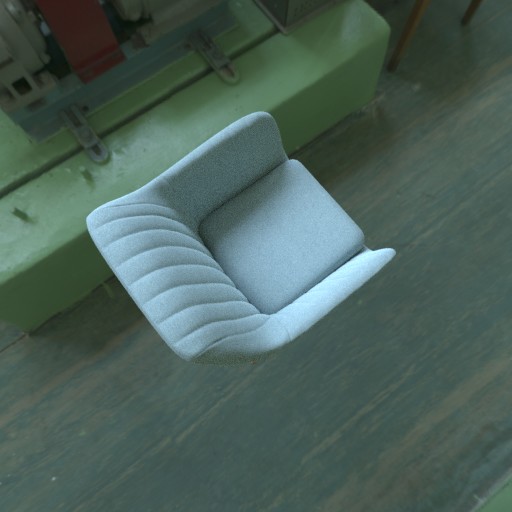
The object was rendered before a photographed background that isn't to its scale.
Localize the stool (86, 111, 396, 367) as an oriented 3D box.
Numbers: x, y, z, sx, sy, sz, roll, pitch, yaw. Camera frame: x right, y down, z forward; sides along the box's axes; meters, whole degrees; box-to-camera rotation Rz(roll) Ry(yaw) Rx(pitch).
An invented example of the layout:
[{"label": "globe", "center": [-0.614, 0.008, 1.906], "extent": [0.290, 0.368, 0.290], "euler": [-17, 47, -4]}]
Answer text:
[{"label": "stool", "center": [0.000, 0.000, 1.225], "extent": [0.590, 0.830, 0.503], "euler": [-37, 77, -10]}]
